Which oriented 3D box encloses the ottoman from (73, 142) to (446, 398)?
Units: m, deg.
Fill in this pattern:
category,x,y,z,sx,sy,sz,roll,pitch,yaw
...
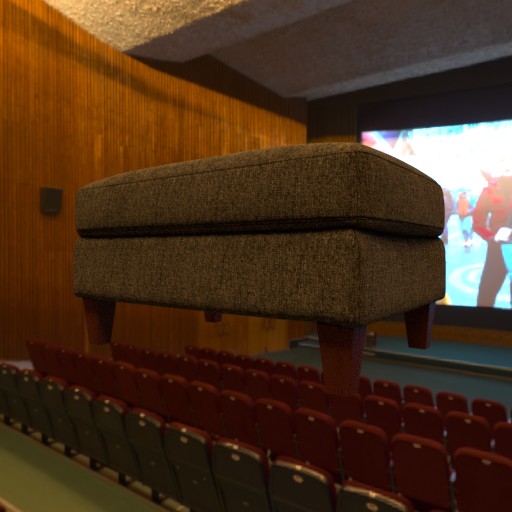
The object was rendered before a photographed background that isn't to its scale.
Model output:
category,x,y,z,sx,sy,sz,roll,pitch,yaw
ottoman,0.000,0.000,1.196,0.864,0.483,0.584,0,1,36
